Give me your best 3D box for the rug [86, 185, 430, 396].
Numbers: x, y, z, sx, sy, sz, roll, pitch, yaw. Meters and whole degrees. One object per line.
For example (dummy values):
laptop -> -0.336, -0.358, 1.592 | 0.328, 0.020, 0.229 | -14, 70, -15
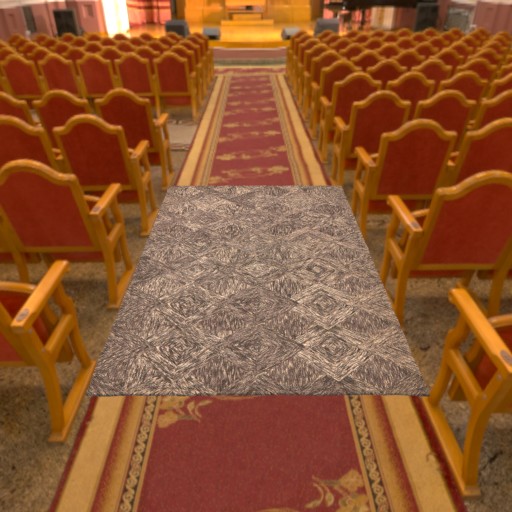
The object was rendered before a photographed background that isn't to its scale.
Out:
rug -> 0.000, 0.000, 2.279 | 1.189, 0.011, 1.808 | 0, 32, 0
